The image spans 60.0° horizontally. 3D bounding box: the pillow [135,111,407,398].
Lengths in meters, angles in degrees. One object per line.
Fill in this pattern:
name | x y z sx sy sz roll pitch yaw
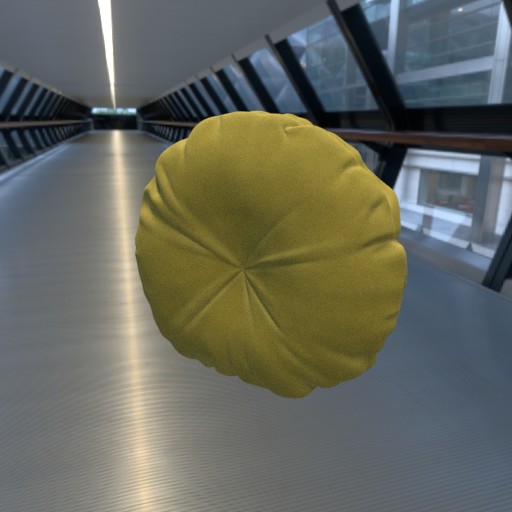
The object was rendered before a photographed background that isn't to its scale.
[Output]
pillow | 0.000 0.000 0.654 0.428 0.407 0.148 8 18 26
